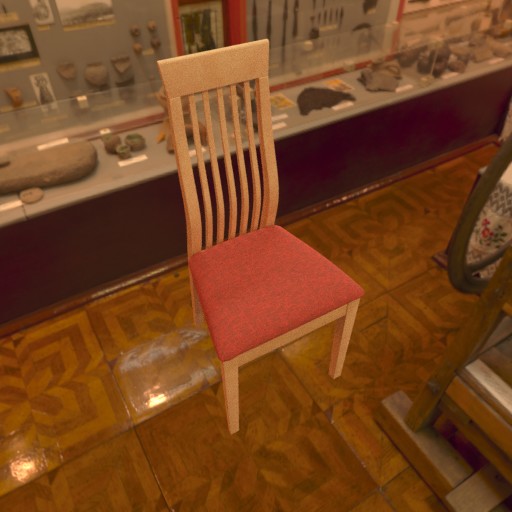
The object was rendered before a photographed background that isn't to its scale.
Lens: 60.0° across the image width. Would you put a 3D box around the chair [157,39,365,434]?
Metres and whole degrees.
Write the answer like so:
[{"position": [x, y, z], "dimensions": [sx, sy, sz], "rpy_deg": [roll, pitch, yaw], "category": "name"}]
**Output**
[{"position": [0.000, 0.000, 1.286], "dimensions": [0.460, 1.027, 0.474], "rpy_deg": [-22, 49, -20], "category": "chair"}]
